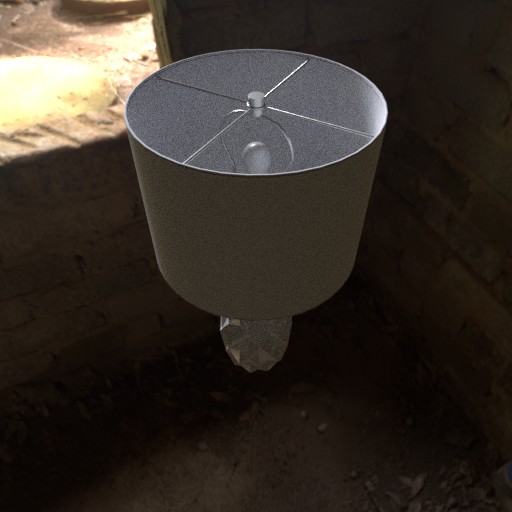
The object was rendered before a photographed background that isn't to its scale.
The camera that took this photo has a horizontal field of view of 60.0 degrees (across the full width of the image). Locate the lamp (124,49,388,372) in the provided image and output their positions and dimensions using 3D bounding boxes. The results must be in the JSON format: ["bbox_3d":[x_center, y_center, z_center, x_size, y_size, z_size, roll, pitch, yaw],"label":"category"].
[{"bbox_3d":[0.000,0.000,0.691,0.297,0.522,0.297,0,46,0],"label":"lamp"}]
